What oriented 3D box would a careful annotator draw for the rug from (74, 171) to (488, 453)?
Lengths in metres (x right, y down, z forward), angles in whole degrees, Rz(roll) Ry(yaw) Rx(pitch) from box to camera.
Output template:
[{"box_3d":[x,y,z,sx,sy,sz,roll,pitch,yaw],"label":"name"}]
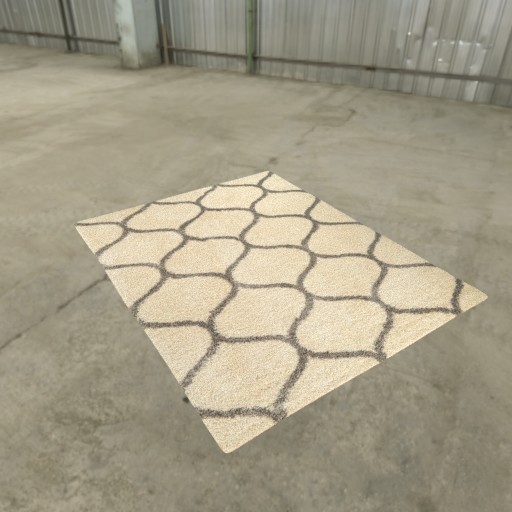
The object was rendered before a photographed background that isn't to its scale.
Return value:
[{"box_3d":[0.000,0.000,3.953,2.399,0.026,3.000,-20,39,-28],"label":"rug"}]
